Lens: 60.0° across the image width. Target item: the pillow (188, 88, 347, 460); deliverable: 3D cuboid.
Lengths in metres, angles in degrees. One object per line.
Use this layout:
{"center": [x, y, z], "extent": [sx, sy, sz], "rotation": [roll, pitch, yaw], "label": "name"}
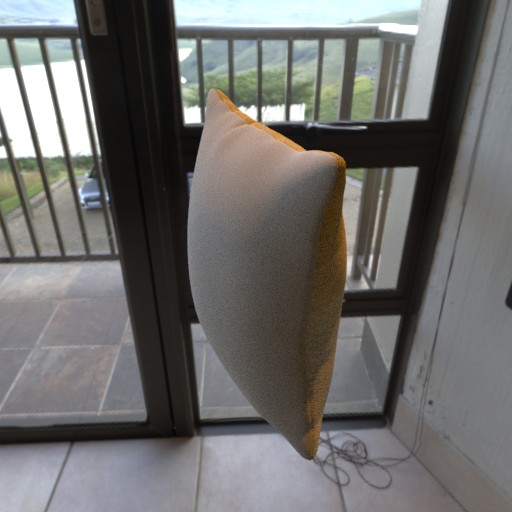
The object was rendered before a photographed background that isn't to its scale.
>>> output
{"center": [0.000, 0.000, 0.711], "extent": [0.211, 0.450, 0.450], "rotation": [-11, 32, -18], "label": "pillow"}
